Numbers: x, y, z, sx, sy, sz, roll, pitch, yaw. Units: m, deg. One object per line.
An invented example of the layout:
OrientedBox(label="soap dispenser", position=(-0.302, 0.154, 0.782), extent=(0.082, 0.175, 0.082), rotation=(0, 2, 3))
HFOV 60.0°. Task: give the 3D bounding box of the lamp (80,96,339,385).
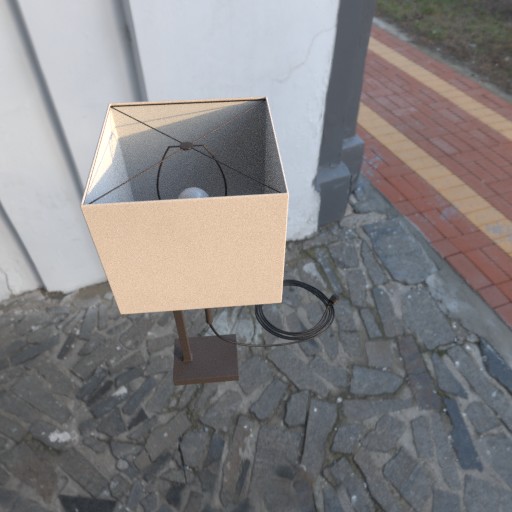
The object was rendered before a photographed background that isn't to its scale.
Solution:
OrientedBox(label="lamp", position=(0.000, 0.000, 0.977), extent=(0.504, 0.660, 0.399), rotation=(-4, 47, -4))
